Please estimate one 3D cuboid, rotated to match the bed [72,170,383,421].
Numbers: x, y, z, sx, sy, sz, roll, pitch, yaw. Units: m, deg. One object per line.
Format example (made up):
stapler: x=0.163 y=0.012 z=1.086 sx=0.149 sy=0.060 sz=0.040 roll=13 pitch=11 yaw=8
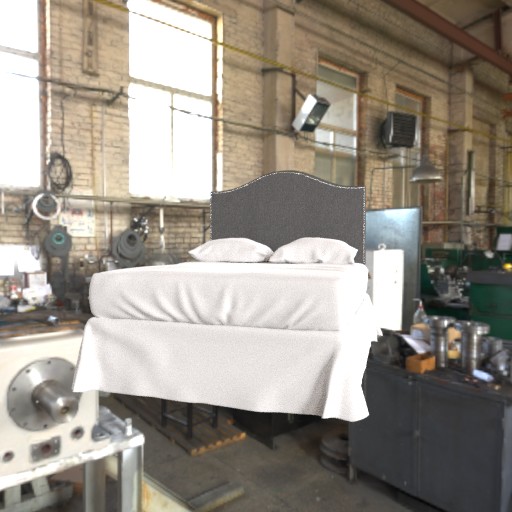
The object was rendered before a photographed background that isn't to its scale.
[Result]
bed: x=0.000 y=0.000 z=3.479 sx=1.876 sy=1.645 sz=2.221 roll=0 pitch=2 yaw=17
